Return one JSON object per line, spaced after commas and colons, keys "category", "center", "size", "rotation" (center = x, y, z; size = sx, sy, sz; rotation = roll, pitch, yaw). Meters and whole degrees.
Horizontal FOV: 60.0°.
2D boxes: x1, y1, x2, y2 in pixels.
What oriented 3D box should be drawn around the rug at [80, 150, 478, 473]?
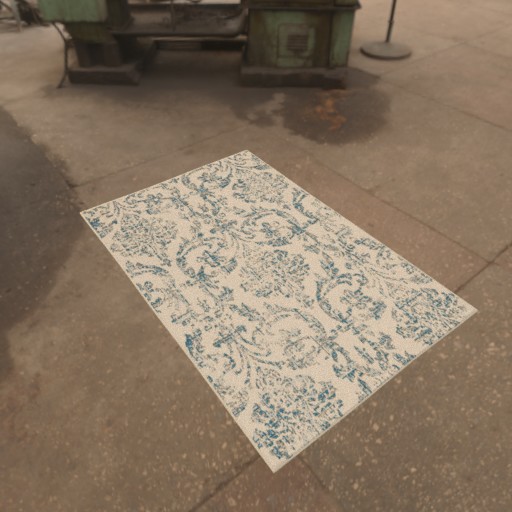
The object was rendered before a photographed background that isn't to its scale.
{"category": "rug", "center": [0.000, 0.000, 2.327], "size": [1.213, 0.012, 1.831], "rotation": [-27, 49, -26]}
